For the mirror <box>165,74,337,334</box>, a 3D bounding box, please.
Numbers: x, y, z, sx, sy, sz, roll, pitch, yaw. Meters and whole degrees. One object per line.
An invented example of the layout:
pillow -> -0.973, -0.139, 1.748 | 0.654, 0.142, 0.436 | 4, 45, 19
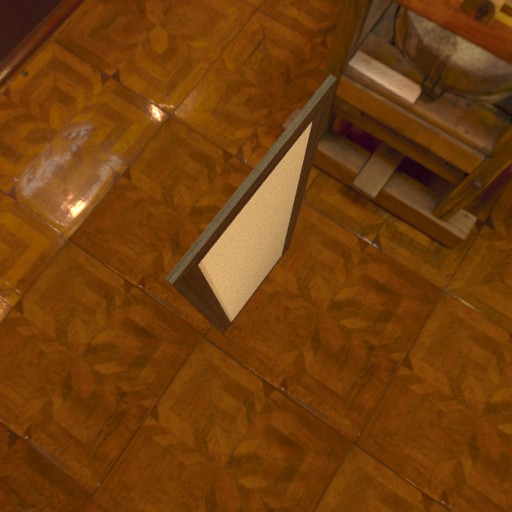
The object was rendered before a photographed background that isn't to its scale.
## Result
mirror -> 0.000, 0.000, 2.292 | 0.025, 2.032, 0.812 | 36, 79, 8
